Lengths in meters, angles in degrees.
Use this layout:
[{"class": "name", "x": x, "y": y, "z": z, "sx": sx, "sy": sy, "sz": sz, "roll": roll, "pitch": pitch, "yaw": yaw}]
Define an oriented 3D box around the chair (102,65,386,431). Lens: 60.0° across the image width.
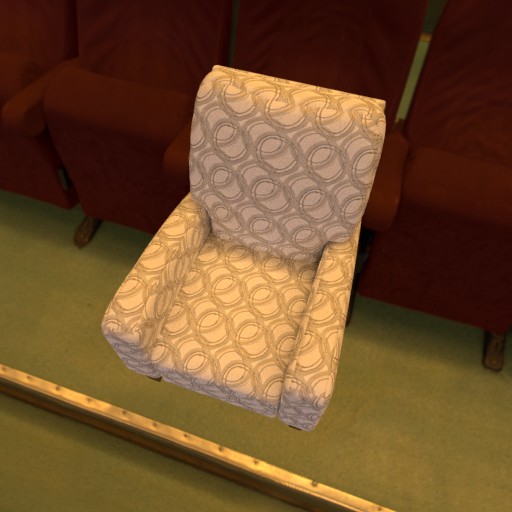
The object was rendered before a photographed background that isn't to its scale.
[{"class": "chair", "x": 0.000, "y": 0.000, "z": 1.721, "sx": 0.796, "sy": 1.065, "sz": 0.995, "roll": 16, "pitch": 60, "yaw": 9}]
